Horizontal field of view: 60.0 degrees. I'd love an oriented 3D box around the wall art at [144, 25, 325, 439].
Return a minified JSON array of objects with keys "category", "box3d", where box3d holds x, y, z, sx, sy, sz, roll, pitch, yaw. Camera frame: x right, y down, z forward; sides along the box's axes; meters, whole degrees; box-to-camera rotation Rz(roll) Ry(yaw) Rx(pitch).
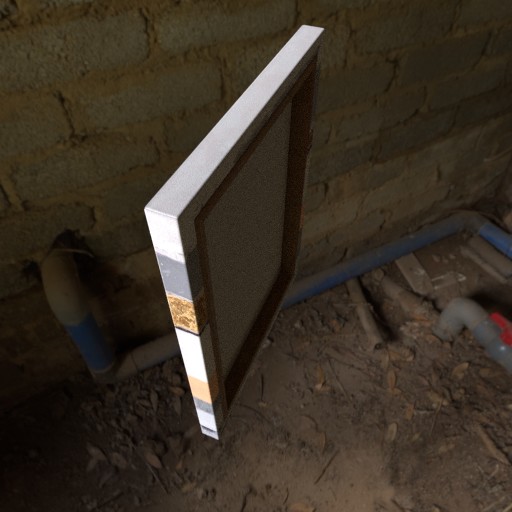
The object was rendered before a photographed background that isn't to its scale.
[{"category":"wall art","box3d":[0.000,0.000,0.783,0.038,0.609,0.456,18,52,15]}]
